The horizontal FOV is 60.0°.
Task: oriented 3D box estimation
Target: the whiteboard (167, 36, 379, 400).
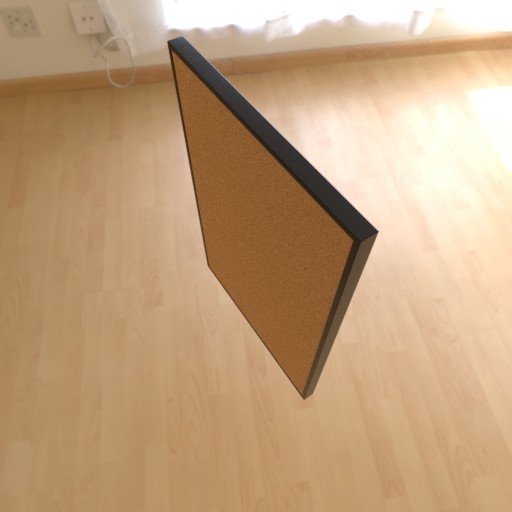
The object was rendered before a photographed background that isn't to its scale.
[{"bbox_3d":[0.000,0.000,0.788,0.026,0.611,0.406,-30,62,-17],"label":"whiteboard"}]
